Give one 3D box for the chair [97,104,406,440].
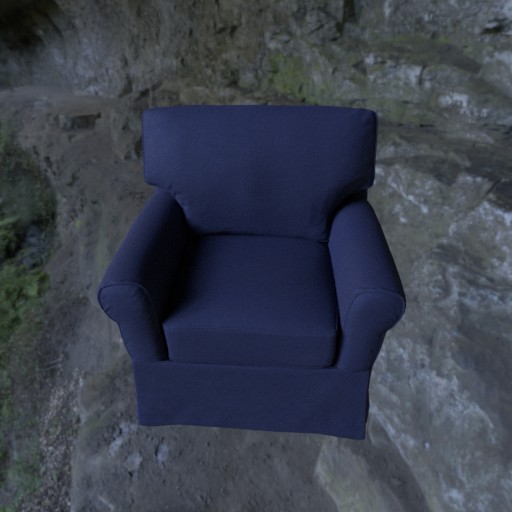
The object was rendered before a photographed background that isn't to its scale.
[{"bbox_3d":[0.000,0.000,1.930,1.119,1.140,1.002,2,32,2],"label":"chair"}]
